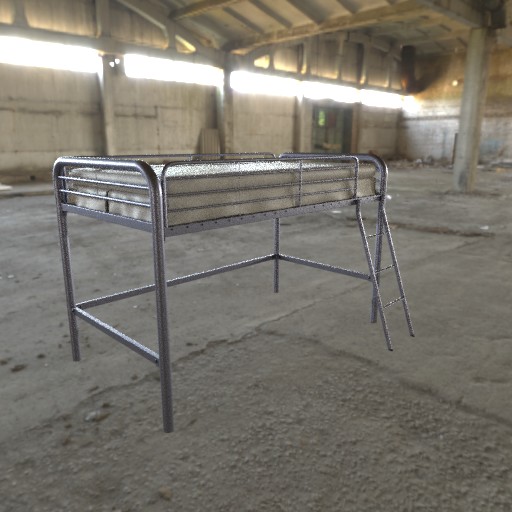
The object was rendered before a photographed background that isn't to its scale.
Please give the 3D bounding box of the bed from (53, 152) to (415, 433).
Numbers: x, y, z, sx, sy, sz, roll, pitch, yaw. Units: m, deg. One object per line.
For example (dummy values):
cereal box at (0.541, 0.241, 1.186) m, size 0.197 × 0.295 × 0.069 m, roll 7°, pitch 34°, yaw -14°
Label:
bed at (0.000, 0.000, 2.906) m, size 1.415 × 1.288 × 1.965 m, roll 14°, pitch 20°, yaw 43°
